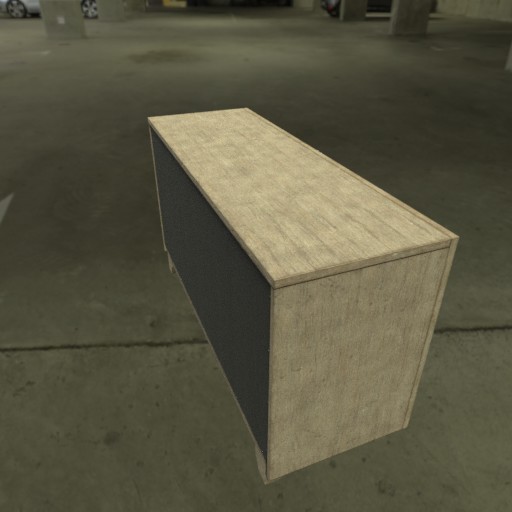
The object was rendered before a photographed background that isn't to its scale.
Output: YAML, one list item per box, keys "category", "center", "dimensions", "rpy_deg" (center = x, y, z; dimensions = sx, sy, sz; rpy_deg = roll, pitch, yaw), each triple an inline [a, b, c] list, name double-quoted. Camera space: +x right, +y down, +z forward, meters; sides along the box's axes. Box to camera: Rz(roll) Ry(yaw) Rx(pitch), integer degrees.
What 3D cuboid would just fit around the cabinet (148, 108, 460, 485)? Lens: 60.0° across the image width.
- category: "cabinet"
  center: [0.000, 0.000, 1.812]
  dimensions: [0.511, 0.825, 1.460]
  rpy_deg: [-12, 33, -19]
